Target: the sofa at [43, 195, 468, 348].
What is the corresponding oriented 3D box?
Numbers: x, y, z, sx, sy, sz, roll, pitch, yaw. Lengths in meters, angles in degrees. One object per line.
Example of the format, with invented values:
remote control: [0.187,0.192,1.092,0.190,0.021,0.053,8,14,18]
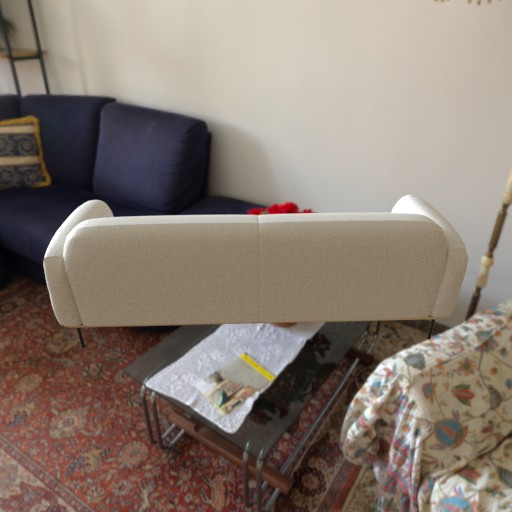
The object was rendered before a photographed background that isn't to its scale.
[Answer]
sofa: [0.000,0.000,2.683,2.257,0.780,0.880,-1,30,-2]
